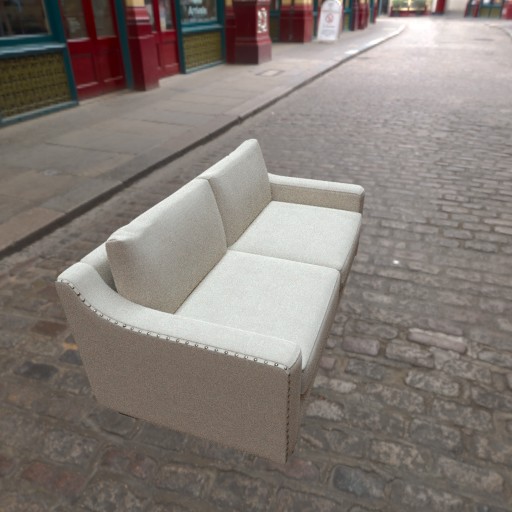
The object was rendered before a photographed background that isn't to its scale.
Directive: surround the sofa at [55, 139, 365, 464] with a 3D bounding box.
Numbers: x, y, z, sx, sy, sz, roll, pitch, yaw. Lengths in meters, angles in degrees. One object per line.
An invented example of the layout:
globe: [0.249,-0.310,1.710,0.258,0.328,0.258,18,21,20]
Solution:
sofa: [0.000,0.000,2.761,1.104,0.983,2.107,10,31,17]
